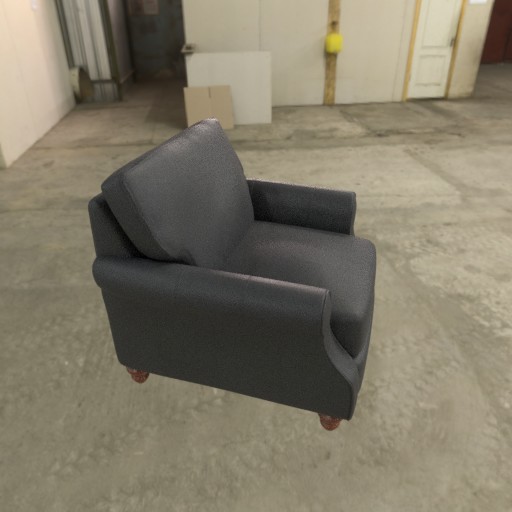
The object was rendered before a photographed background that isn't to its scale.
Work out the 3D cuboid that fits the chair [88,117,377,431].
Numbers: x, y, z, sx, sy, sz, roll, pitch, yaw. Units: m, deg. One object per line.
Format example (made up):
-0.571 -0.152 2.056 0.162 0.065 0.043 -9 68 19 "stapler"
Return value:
0.000 0.000 1.837 1.027 0.960 1.015 11 32 19 "chair"
